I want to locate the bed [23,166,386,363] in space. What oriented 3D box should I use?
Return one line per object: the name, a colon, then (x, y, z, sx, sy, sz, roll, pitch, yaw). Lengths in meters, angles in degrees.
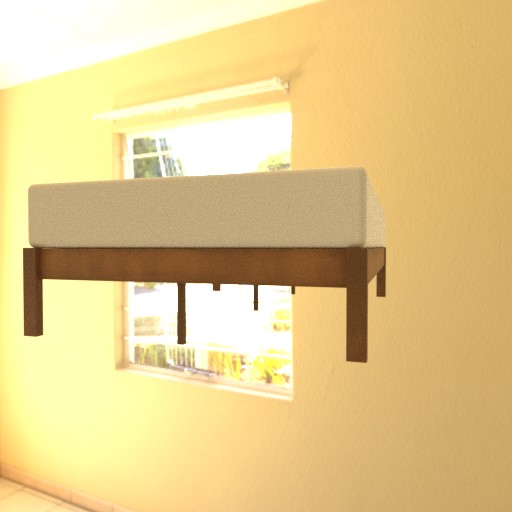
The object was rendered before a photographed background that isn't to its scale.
bed: (0.000, 0.000, 2.492, 1.348, 0.616, 1.927, 0, 1, 18)
